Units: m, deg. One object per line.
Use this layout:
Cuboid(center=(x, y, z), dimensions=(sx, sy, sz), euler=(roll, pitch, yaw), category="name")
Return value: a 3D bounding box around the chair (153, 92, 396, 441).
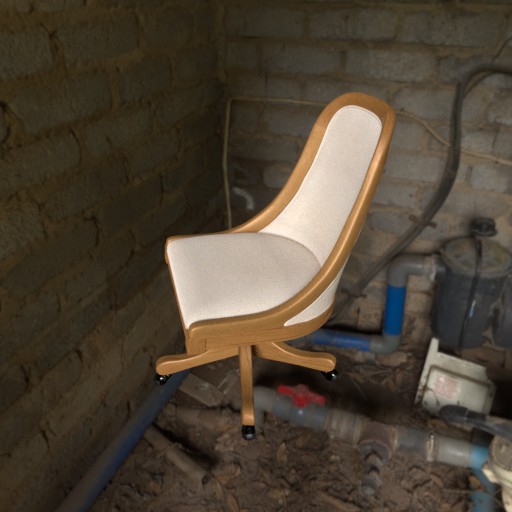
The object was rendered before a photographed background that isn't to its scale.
Cuboid(center=(0.000, 0.000, 1.531), dimensions=(0.811, 1.009, 0.702), euler=(-9, 32, -14), category="chair")
